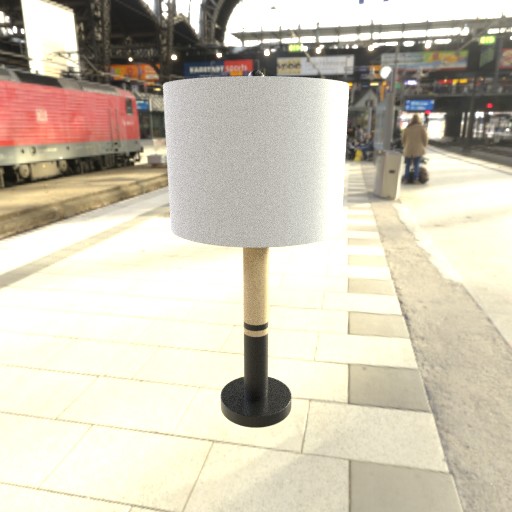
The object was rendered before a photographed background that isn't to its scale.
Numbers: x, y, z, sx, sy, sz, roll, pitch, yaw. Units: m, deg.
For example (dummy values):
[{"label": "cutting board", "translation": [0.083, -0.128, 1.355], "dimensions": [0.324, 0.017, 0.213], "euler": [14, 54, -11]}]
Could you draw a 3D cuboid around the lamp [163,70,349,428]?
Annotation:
[{"label": "lamp", "translation": [0.000, 0.000, 0.823], "dimensions": [0.305, 0.640, 0.305], "euler": [3, 16, 9]}]
